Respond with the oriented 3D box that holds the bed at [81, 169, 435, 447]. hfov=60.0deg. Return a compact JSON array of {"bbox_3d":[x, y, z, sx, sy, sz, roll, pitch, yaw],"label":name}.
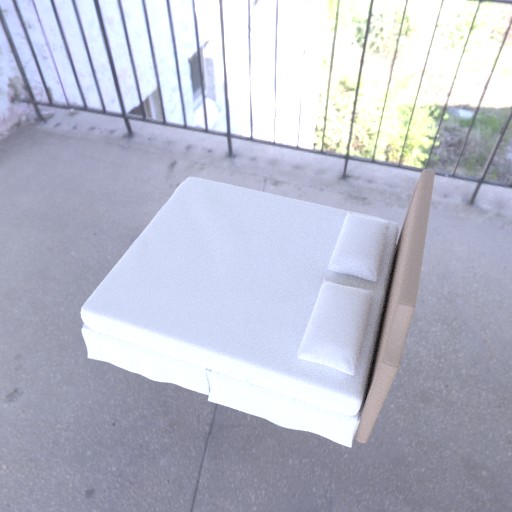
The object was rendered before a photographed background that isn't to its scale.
[{"bbox_3d":[0.000,0.000,4.258,2.773,1.590,2.350,15,47,14],"label":"bed"}]
